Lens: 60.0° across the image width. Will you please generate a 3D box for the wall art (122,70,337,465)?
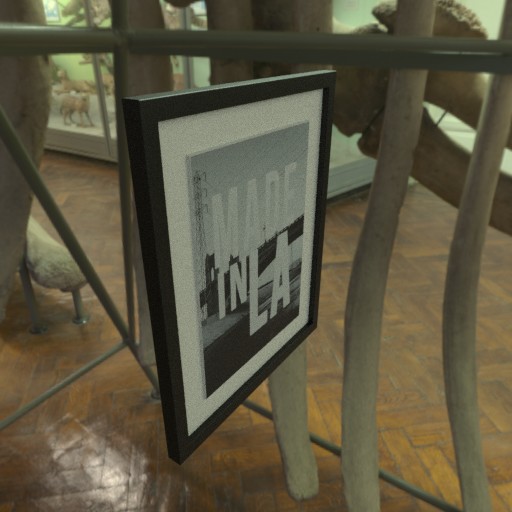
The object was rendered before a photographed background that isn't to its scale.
[{"bbox_3d":[0.000,0.000,0.757,0.028,0.559,0.457,18,32,31],"label":"wall art"}]
